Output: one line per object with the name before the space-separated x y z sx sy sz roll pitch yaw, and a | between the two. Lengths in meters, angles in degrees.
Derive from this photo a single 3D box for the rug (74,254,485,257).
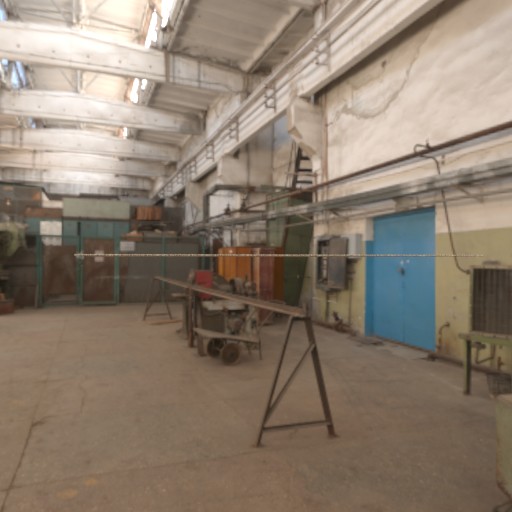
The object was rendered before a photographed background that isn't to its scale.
rug | 0.000 0.000 4.203 3.037 0.010 2.453 0 0 -18
